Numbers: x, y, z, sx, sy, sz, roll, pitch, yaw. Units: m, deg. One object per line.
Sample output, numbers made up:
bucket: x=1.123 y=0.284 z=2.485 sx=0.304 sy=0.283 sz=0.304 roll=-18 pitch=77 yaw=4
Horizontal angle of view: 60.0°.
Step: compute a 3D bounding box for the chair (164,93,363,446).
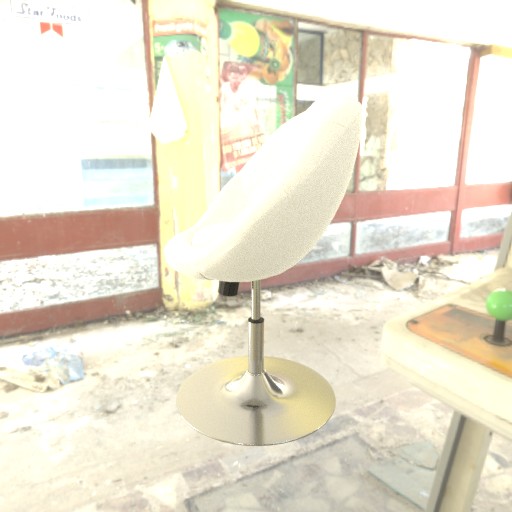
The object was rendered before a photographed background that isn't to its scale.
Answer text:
chair: x=0.000 y=0.000 z=1.814 sx=0.736 sy=1.261 sz=0.940 roll=-2 pitch=14 yaw=-8
